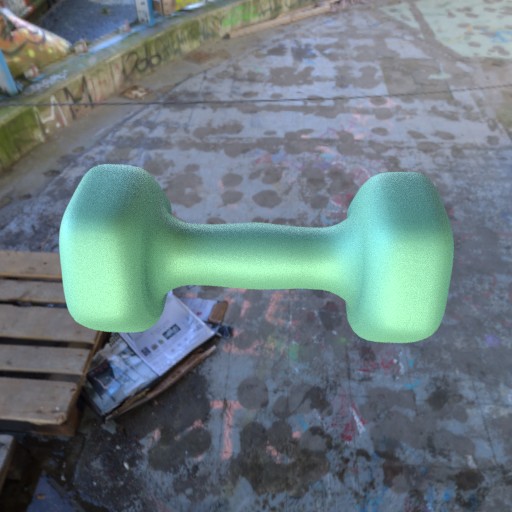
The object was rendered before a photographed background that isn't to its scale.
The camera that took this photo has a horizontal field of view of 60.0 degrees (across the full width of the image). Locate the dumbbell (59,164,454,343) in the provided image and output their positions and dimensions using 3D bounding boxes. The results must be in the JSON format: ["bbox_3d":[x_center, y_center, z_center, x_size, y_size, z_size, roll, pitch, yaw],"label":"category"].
[{"bbox_3d":[0.000,0.000,0.325,0.260,0.117,0.129,2,46,2],"label":"dumbbell"}]
